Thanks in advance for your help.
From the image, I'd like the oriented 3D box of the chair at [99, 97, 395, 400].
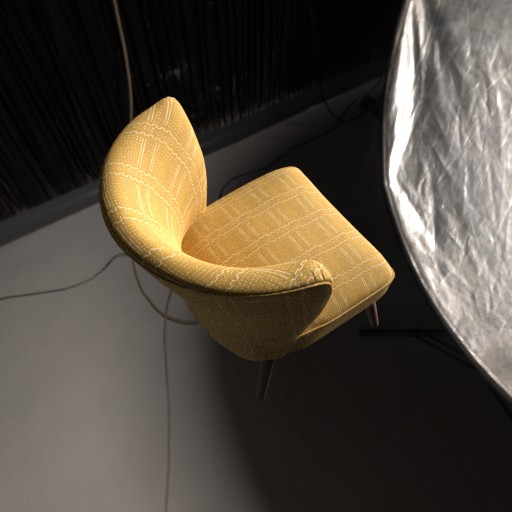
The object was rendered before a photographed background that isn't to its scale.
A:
[{"bbox_3d":[0.000,0.000,1.418,0.758,0.866,0.706,-29,62,-18],"label":"chair"}]
